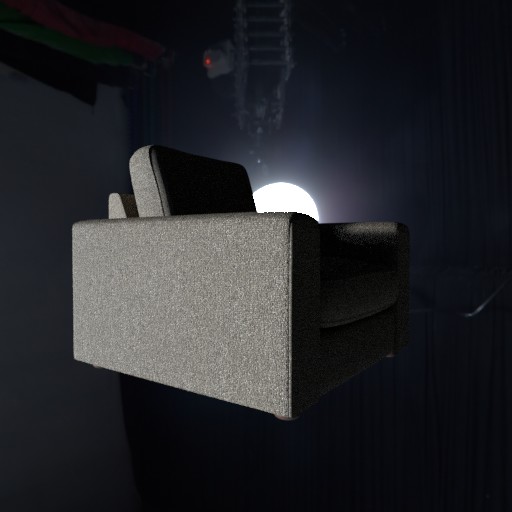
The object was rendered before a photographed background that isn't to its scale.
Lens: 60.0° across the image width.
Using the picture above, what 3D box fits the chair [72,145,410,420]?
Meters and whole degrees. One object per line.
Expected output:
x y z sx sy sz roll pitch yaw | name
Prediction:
0.000 0.000 1.796 1.016 0.873 1.005 1 2 36 | chair
